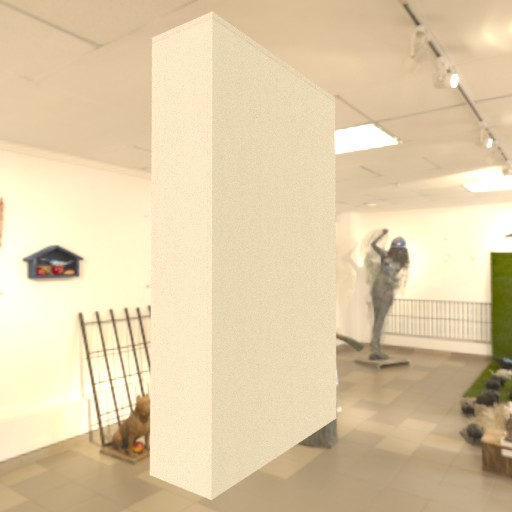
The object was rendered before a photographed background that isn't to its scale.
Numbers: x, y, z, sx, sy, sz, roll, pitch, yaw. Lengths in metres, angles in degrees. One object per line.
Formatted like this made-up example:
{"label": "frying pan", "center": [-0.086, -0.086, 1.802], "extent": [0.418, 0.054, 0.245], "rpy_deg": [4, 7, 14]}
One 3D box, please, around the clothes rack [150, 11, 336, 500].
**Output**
{"label": "clothes rack", "center": [0.000, 0.000, 1.538], "extent": [0.250, 1.280, 0.750], "rpy_deg": [-1, -1, 35]}
